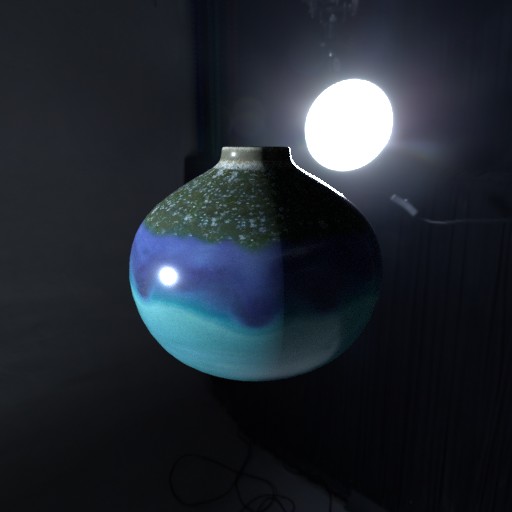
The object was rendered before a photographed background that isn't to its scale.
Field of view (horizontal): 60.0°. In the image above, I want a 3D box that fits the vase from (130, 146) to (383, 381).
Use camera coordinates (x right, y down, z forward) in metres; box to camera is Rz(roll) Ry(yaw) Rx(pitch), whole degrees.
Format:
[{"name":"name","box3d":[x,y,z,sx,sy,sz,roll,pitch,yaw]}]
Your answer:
[{"name":"vase","box3d":[0.000,0.000,0.278,0.154,0.133,0.154,0,14,0]}]
